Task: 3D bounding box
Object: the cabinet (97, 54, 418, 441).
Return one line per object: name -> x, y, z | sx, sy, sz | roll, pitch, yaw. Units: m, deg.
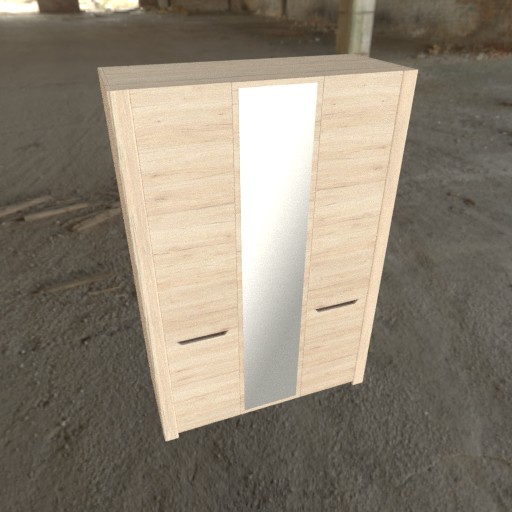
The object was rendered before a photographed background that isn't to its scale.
cabinet -> 0.000, 0.000, 2.628 | 1.400, 2.070, 0.580 | -11, 33, -17
